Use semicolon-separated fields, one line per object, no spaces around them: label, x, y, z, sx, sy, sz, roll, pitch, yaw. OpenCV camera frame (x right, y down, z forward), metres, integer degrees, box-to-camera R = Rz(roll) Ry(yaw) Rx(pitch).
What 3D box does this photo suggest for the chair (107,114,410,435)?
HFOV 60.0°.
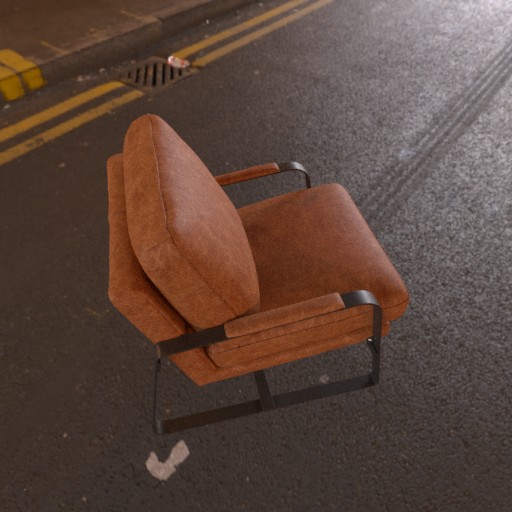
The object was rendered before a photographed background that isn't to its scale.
chair;0.000;0.000;1.381;0.801;0.777;0.651;-10;47;-9
